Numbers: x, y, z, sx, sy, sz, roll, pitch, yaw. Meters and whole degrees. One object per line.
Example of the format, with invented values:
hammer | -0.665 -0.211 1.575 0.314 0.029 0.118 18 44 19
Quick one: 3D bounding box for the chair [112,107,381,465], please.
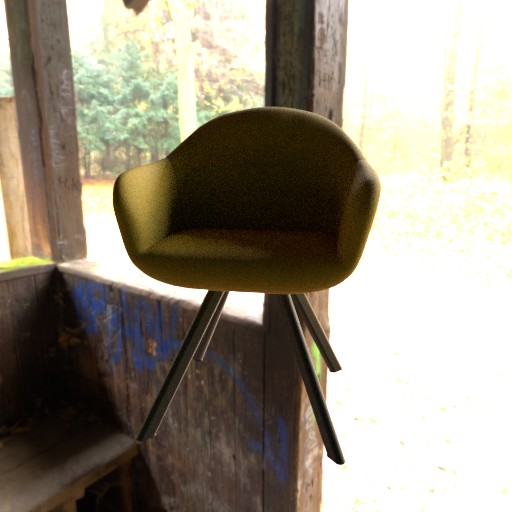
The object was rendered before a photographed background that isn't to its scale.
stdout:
chair | 0.000 0.000 1.183 0.590 0.795 0.550 2 14 10
